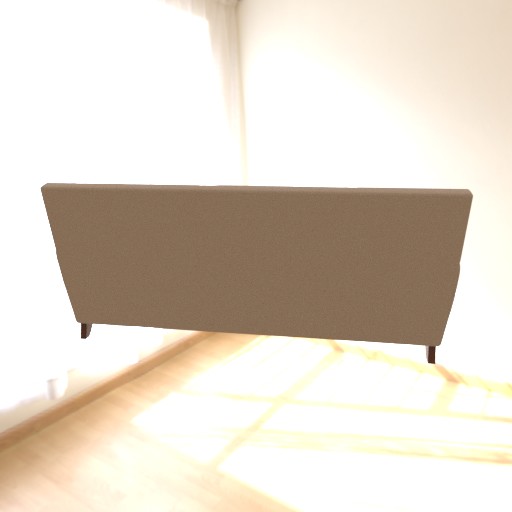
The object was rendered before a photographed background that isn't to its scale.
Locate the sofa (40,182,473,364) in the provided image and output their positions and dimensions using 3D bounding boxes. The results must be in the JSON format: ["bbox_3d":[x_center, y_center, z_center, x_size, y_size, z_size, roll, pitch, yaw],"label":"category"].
[{"bbox_3d":[0.000,0.000,2.438,2.000,0.846,0.875,2,15,8],"label":"sofa"}]
